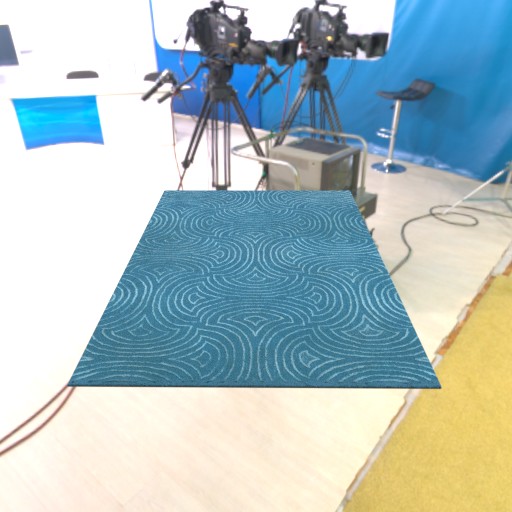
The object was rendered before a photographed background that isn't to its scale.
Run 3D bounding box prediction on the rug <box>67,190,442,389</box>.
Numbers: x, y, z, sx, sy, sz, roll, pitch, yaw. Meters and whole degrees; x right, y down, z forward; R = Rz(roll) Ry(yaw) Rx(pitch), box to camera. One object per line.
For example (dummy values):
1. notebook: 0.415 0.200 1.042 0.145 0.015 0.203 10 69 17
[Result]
1. rug: 0.000 0.000 2.750 1.543 0.015 2.144 0 30 0
